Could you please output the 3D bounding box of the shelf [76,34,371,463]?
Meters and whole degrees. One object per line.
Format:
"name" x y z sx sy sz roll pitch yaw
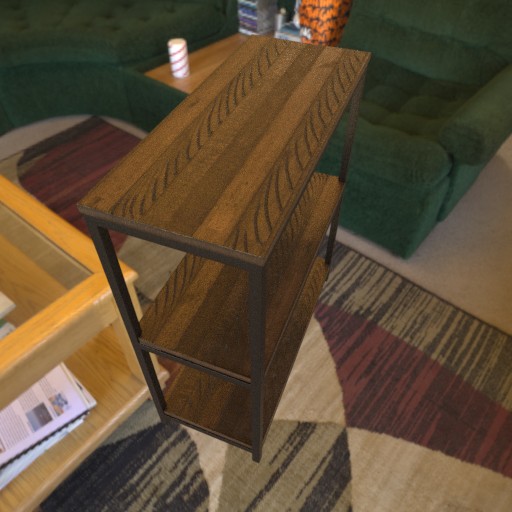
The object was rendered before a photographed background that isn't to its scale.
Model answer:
"shelf" 0.000 0.000 1.339 0.352 0.947 0.822 16 49 15
